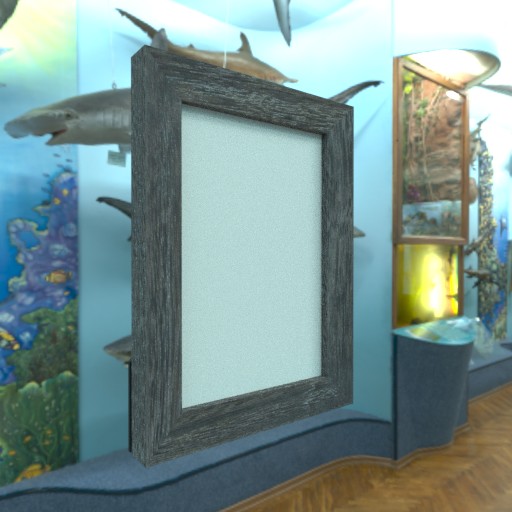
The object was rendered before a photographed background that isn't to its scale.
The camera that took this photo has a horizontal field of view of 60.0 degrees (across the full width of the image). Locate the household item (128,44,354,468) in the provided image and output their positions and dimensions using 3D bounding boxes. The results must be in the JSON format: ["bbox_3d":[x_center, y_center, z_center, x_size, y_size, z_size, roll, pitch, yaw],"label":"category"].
[{"bbox_3d":[0.000,0.000,0.236,0.133,0.180,0.020,0,1,-37],"label":"household item"}]
